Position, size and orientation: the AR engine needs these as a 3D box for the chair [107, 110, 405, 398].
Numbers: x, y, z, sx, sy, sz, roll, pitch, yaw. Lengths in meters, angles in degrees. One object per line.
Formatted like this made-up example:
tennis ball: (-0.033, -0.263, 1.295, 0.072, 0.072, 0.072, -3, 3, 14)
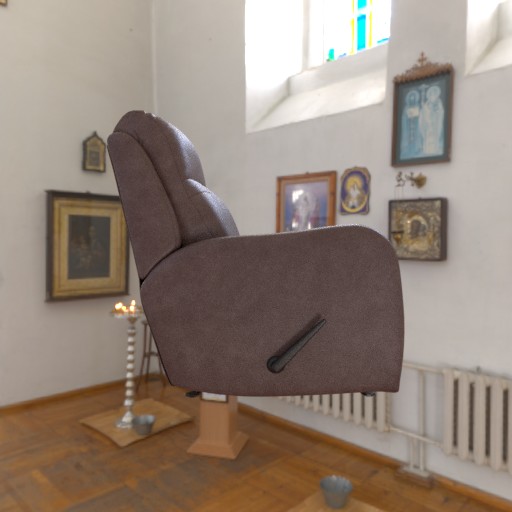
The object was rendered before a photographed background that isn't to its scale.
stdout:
chair: (0.000, 0.000, 1.880, 1.067, 1.067, 0.865, 0, 0, -1)
